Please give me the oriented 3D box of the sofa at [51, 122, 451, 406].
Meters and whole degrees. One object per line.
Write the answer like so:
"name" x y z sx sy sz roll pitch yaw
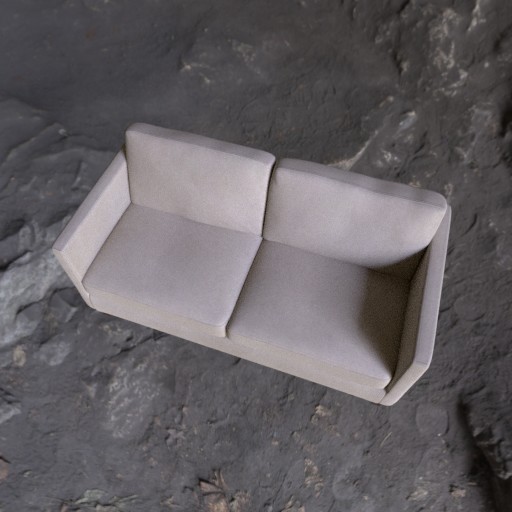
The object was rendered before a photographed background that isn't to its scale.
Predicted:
"sofa" 0.000 0.000 2.427 1.846 0.940 0.950 16 58 10
